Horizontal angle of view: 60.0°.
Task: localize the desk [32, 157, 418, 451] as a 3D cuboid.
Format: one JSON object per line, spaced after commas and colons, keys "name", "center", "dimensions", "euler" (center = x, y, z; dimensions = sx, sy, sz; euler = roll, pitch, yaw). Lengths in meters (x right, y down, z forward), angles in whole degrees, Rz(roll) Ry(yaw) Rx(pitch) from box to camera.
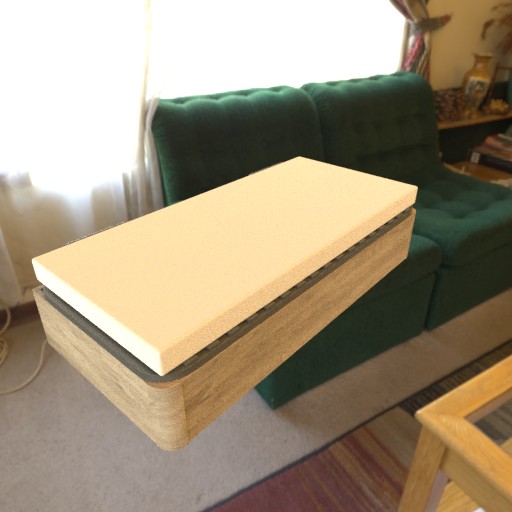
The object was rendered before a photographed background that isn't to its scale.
{"name": "desk", "center": [0.000, 0.000, 2.297], "dimensions": [0.900, 0.455, 1.900], "euler": [24, 38, 35]}
